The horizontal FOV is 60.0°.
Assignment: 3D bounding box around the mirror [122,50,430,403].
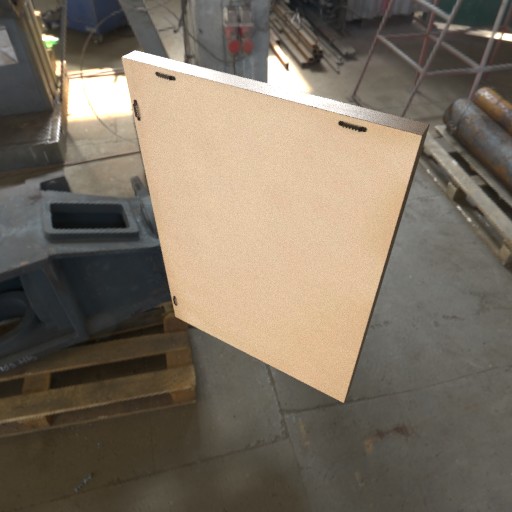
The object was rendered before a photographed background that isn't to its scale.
[{"bbox_3d":[0.000,0.000,0.911,0.507,0.710,0.040,23,49,21],"label":"mirror"}]
